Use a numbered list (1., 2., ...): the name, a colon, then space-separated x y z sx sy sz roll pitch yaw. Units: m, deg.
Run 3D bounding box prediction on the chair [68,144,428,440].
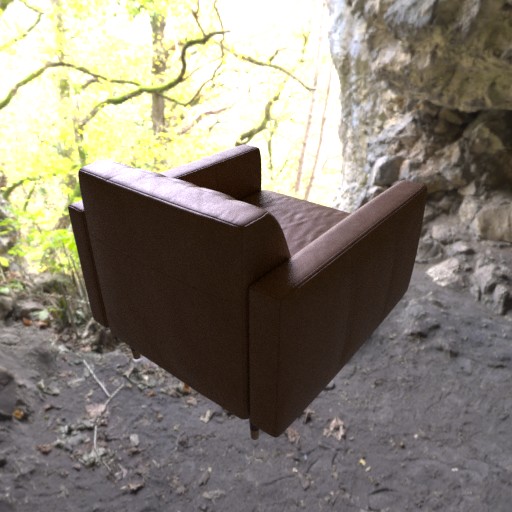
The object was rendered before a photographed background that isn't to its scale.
1. chair: 0.000 0.000 1.699 0.953 0.819 0.998 21 36 33
